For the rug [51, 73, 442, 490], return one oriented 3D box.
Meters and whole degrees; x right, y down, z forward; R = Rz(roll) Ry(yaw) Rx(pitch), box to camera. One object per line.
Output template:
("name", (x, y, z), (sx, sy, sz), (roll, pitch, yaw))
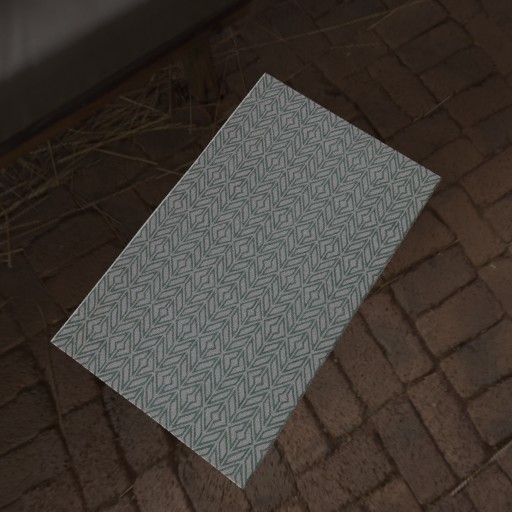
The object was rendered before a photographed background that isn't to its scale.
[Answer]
("rug", (0.000, 0.000, 2.986), (1.517, 0.011, 2.435), (34, 78, 8))
